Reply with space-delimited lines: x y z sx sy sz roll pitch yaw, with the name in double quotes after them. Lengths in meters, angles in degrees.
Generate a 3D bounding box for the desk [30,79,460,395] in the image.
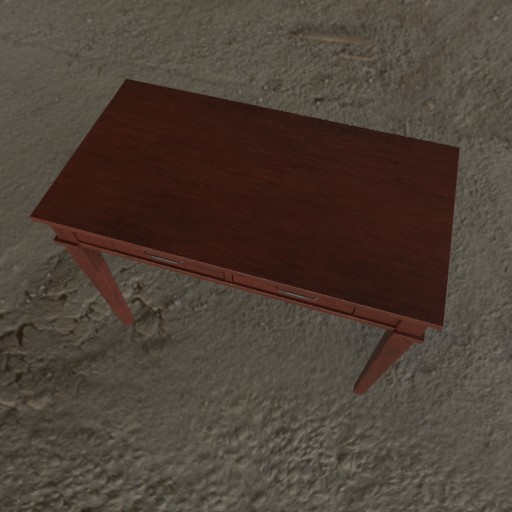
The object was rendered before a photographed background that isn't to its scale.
0.000 0.000 1.477 1.001 0.762 0.549 15 60 9 "desk"
